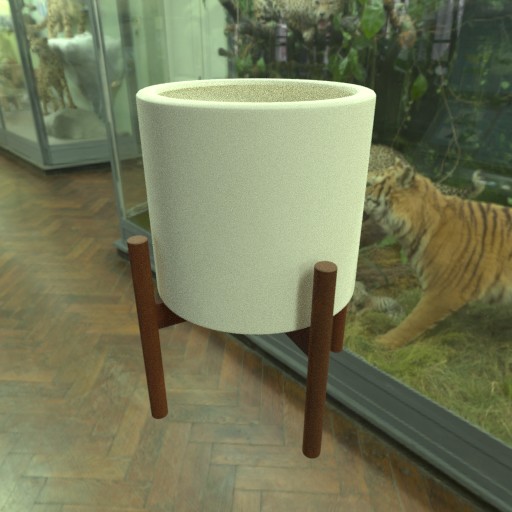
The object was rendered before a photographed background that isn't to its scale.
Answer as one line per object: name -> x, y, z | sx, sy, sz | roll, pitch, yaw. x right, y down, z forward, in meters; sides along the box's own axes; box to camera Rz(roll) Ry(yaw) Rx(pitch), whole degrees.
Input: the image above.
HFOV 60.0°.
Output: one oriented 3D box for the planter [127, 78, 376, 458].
planter -> 0.000, 0.000, 0.503 | 0.224, 0.358, 0.224 | 8, 27, 15
